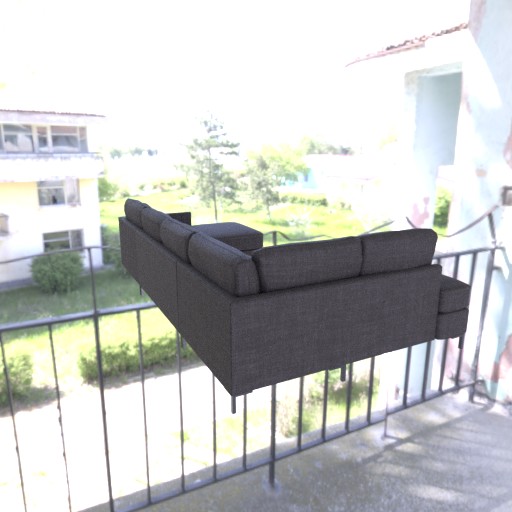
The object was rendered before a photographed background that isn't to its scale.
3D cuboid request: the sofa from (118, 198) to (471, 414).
[{"bbox_3d":[0.000,0.000,4.453,2.048,0.999,3.423,-7,16,-26],"label":"sofa"}]
